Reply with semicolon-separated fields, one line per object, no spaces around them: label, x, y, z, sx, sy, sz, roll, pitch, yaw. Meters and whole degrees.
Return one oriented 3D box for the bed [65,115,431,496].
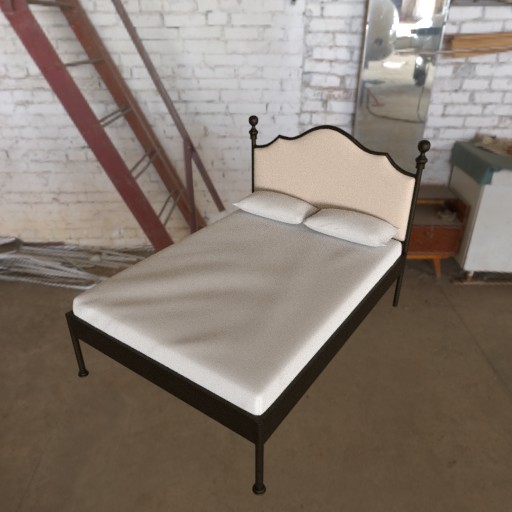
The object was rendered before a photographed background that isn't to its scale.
bed;0.000;0.000;3.245;1.642;1.499;2.224;19;34;30
